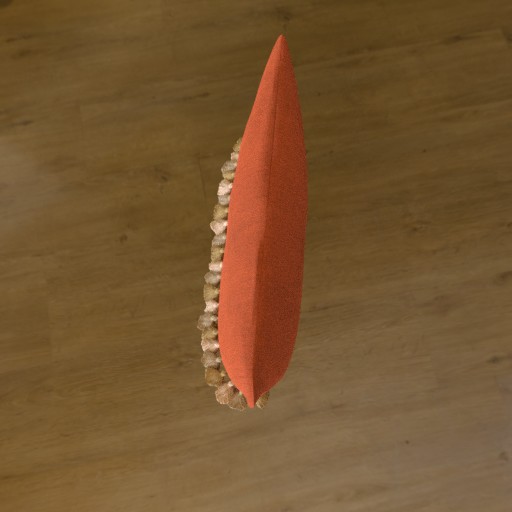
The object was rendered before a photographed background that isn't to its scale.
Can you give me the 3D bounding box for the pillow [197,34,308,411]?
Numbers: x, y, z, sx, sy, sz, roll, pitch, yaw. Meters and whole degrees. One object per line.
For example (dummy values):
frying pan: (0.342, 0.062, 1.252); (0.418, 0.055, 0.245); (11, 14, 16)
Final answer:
pillow: (0.000, 0.000, 0.744); (0.165, 0.482, 0.490); (5, 74, 1)
